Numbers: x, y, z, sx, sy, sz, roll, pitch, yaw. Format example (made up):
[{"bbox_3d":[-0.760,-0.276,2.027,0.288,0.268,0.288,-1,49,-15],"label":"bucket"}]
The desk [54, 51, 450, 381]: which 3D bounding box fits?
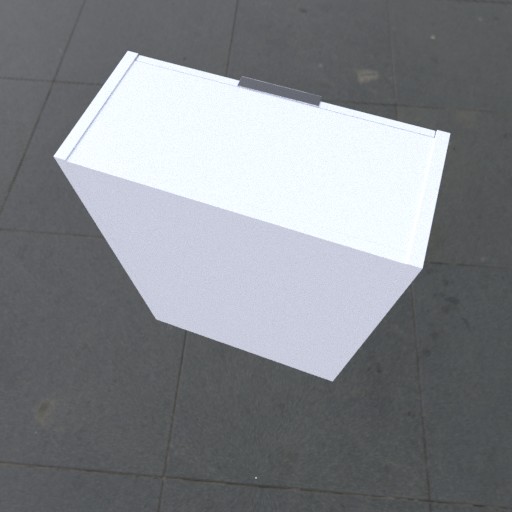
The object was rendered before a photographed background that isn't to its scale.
[{"bbox_3d":[0.000,0.000,1.570,0.850,1.190,0.390,18,65,9],"label":"desk"}]
